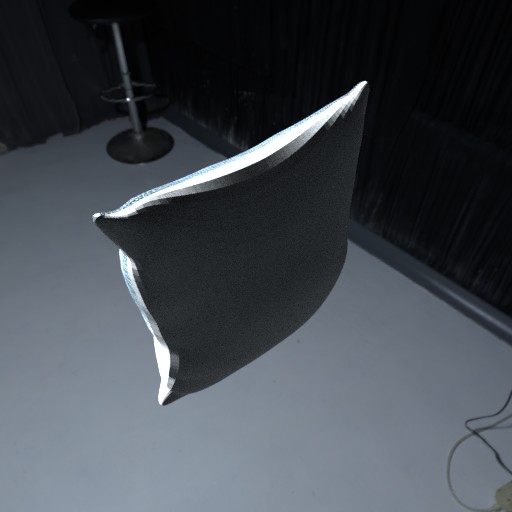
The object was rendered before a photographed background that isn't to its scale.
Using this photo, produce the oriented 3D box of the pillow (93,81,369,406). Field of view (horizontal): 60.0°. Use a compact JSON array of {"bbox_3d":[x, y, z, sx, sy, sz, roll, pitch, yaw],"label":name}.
[{"bbox_3d":[0.000,0.000,0.698,0.440,0.441,0.182,-32,55,-26],"label":"pillow"}]
